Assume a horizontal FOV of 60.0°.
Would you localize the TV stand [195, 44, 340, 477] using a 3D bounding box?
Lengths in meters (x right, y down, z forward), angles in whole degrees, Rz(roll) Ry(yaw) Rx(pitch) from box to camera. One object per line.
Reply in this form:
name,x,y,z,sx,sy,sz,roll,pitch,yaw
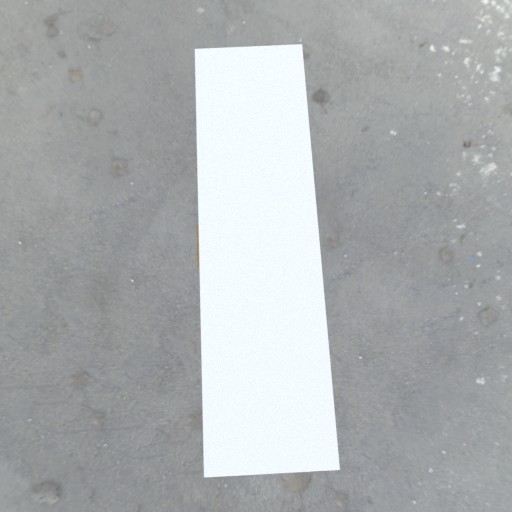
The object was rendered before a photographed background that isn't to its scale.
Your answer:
TV stand,0.000,0.000,1.682,0.401,0.560,1.398,-3,76,-1
